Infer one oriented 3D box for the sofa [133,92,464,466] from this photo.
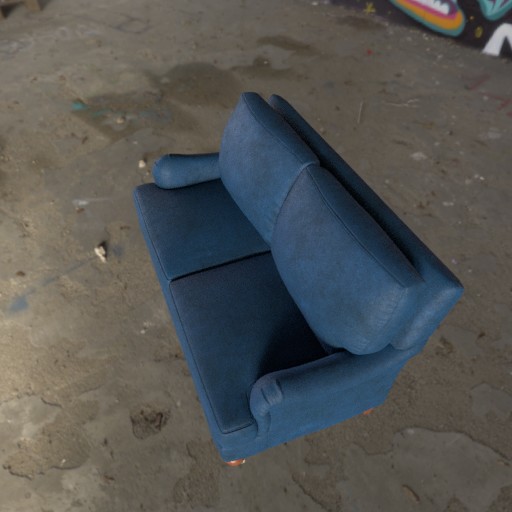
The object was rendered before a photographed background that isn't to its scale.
[{"bbox_3d":[0.000,0.000,2.503,1.084,1.101,1.853,-17,48,-15],"label":"sofa"}]
